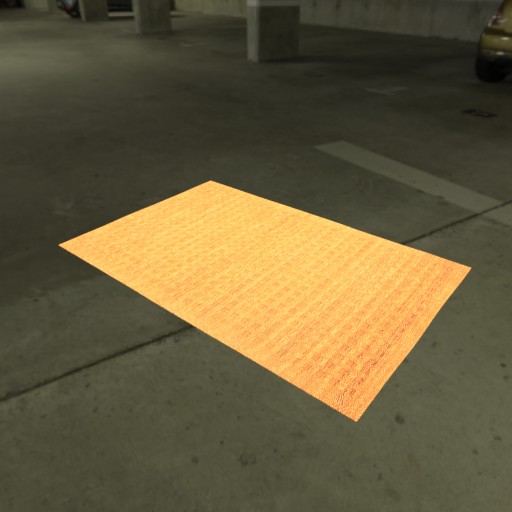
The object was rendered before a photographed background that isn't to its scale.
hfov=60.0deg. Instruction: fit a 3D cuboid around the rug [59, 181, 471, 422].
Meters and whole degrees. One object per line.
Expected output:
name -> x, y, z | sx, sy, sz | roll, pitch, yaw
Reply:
rug -> 0.000, 0.000, 2.228 | 1.747, 0.006, 1.143 | 23, 38, 33
